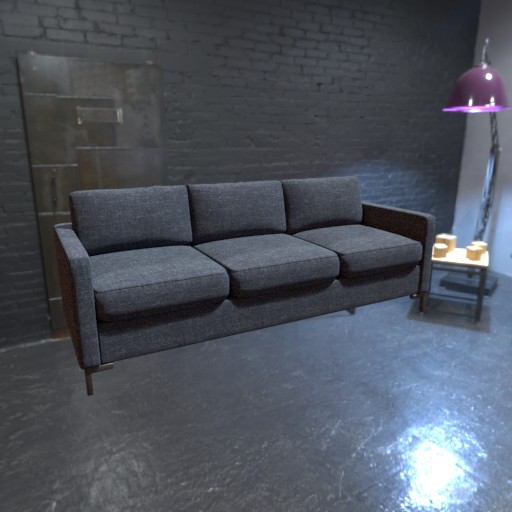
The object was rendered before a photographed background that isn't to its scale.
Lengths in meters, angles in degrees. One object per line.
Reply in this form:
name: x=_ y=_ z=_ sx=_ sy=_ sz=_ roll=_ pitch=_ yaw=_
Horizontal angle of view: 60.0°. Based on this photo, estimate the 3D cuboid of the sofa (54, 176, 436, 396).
sofa: x=0.000 y=0.000 z=2.761 sx=2.218 sy=0.874 sz=0.859 roll=-8 pitch=17 yaw=-27
